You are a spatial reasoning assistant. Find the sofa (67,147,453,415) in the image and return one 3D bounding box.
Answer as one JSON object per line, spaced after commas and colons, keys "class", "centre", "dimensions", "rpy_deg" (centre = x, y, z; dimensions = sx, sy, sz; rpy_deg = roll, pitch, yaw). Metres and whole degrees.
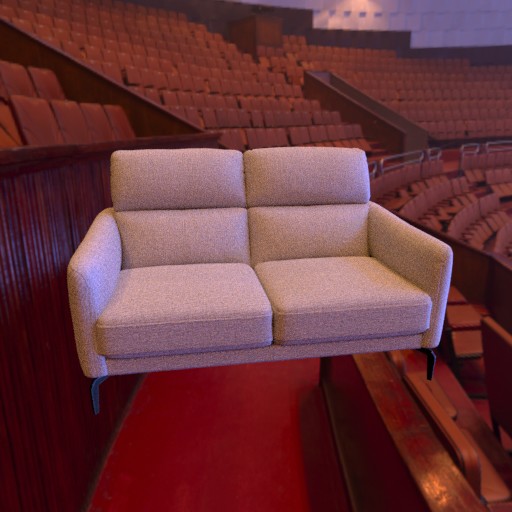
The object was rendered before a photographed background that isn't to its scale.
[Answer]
{"class": "sofa", "centre": [0.000, 0.000, 2.079], "dimensions": [1.540, 0.950, 0.905], "rpy_deg": [-3, 17, -9]}
